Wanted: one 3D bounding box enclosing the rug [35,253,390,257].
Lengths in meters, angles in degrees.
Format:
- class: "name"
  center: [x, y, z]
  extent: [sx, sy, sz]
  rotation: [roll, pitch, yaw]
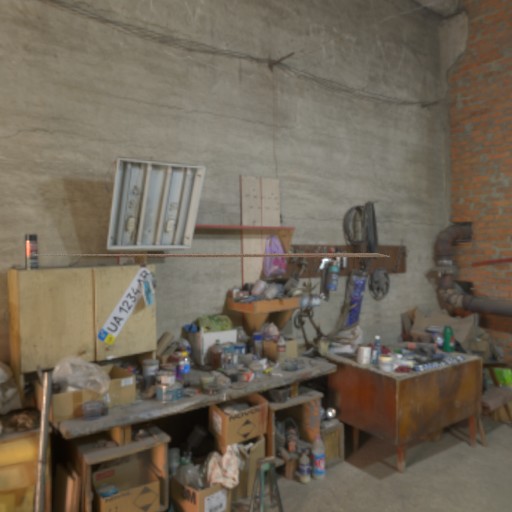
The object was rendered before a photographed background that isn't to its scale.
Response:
- class: "rug"
  center: [0.000, 0.000, 4.356]
  extent: [2.451, 0.008, 3.143]
  rotation: [0, 0, 18]
